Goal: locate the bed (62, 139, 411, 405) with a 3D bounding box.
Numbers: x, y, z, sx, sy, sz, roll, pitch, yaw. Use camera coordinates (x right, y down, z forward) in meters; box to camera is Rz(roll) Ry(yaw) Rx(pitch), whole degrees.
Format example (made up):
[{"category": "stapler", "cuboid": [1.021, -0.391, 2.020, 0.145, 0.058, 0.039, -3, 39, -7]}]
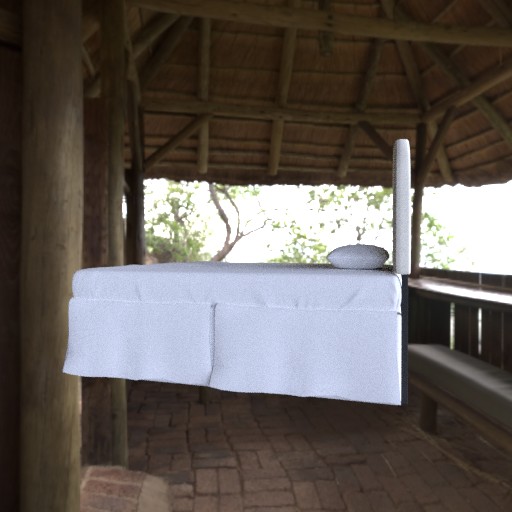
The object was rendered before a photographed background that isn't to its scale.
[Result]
[{"category": "bed", "cuboid": [0.000, 0.000, 3.105, 2.005, 1.410, 1.607, 0, 1, 17]}]
